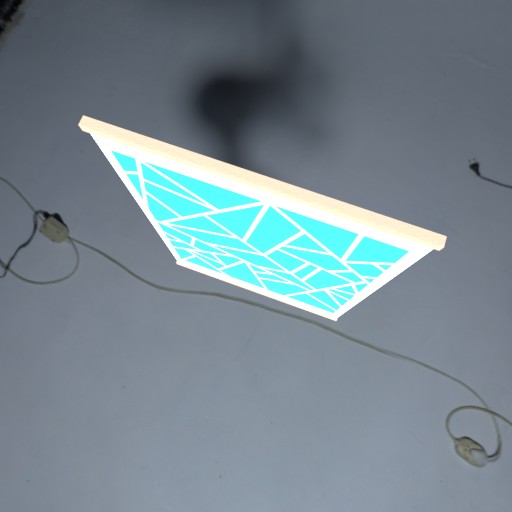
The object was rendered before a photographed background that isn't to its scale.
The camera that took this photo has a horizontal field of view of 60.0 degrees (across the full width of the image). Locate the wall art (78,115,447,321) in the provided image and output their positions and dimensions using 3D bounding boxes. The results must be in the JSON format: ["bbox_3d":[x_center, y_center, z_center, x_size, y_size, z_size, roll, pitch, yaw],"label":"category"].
[{"bbox_3d":[0.000,0.000,1.867,0.990,1.519,0.030,19,76,5],"label":"wall art"}]
